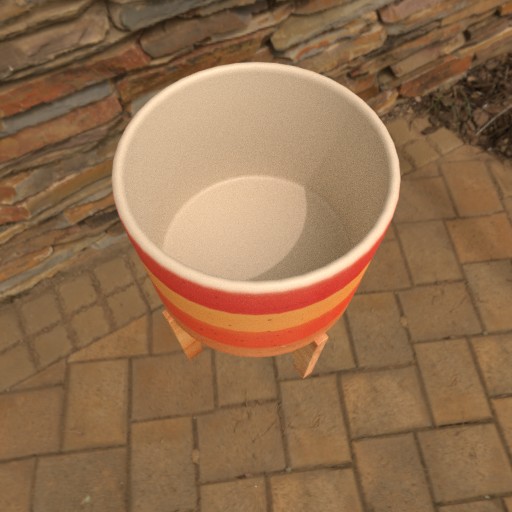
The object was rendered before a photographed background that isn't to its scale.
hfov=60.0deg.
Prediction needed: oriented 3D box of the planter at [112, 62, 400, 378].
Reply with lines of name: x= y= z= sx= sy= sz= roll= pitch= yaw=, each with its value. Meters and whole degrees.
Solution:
planter: x=0.000 y=0.000 z=0.562 sx=0.269 sy=0.379 sz=0.269 roll=0 pitch=63 yaw=0
